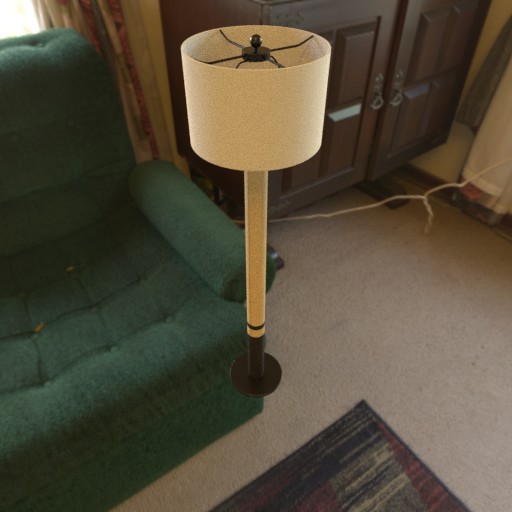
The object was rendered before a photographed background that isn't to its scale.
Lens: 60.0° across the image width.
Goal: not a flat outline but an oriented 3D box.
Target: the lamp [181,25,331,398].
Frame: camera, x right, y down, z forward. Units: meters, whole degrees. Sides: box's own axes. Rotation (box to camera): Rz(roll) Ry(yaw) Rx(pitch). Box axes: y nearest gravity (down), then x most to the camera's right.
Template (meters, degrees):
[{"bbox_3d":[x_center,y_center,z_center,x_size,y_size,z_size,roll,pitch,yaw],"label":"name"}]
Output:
[{"bbox_3d":[0.000,0.000,1.601,0.381,1.478,0.381,27,47,27],"label":"lamp"}]
